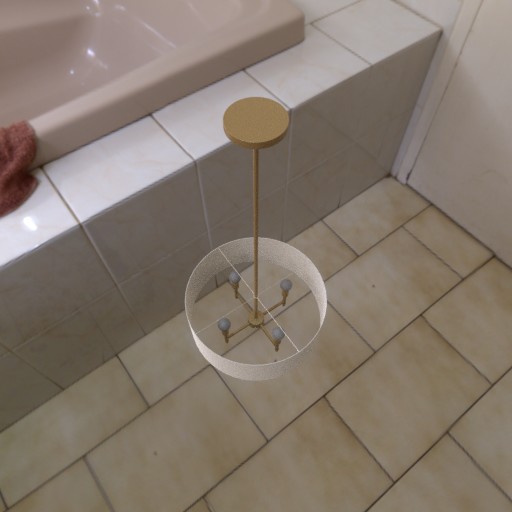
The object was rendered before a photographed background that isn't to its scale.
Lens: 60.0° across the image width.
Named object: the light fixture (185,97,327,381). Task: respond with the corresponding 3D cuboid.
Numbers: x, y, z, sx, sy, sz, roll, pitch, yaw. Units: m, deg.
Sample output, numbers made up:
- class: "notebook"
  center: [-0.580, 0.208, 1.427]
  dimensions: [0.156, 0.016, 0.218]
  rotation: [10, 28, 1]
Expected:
- class: "light fixture"
  center: [0.000, 0.000, 1.357]
  dimensions: [0.508, 1.067, 0.508]
  rotation: [0, 58, 0]
